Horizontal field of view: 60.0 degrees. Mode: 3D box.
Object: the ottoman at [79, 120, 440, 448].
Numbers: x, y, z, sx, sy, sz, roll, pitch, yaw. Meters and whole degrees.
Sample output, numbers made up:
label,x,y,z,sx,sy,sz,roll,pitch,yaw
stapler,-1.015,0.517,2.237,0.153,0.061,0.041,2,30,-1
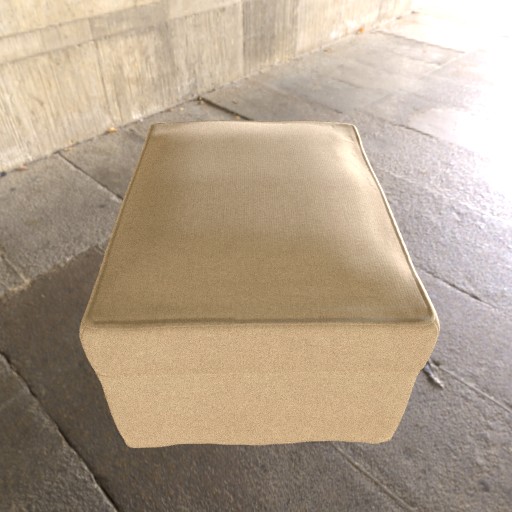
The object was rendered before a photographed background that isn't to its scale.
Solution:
label,x,y,z,sx,sy,sz,roll,pitch,yaw
ottoman,0.000,0.000,1.192,0.650,0.485,0.833,-1,42,-1
